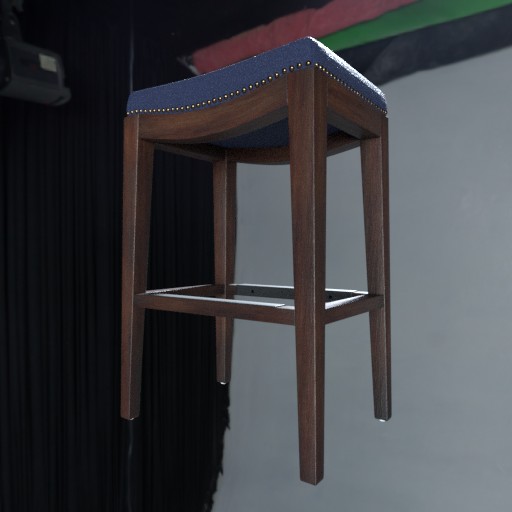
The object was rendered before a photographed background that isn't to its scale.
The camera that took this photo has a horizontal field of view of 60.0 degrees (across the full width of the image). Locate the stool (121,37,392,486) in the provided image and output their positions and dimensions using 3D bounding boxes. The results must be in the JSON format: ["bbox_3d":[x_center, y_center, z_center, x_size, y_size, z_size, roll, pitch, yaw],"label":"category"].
[{"bbox_3d":[0.000,0.000,0.995,0.498,0.740,0.358,1,1,36],"label":"stool"}]
